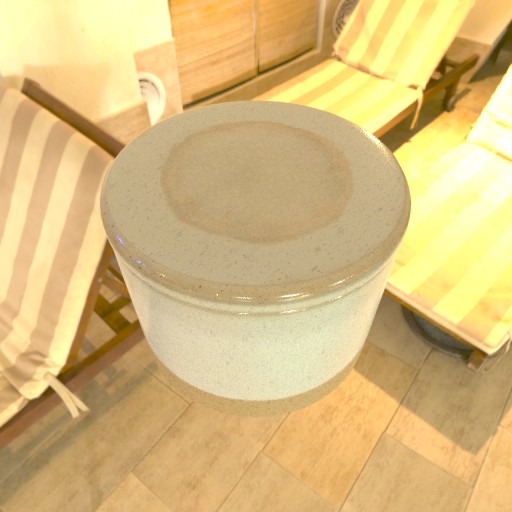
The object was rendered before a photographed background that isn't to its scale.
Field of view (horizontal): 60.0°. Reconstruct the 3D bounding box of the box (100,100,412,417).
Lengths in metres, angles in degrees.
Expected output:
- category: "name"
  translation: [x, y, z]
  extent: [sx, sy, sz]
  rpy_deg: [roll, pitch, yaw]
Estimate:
- category: "box"
  translation: [0.000, 0.000, 0.265]
  extent: [0.154, 0.123, 0.154]
  rpy_deg: [0, 47, 0]
